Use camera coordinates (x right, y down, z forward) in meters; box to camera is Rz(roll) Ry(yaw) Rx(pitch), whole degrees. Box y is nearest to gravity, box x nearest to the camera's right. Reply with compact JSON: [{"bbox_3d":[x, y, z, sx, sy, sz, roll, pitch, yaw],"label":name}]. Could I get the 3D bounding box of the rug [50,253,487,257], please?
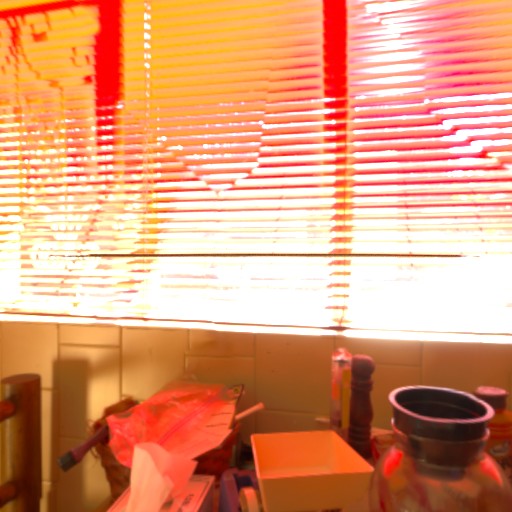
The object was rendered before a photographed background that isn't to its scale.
[{"bbox_3d":[0.000,0.000,3.101,2.465,0.023,1.619,0,0,-17],"label":"rug"}]
